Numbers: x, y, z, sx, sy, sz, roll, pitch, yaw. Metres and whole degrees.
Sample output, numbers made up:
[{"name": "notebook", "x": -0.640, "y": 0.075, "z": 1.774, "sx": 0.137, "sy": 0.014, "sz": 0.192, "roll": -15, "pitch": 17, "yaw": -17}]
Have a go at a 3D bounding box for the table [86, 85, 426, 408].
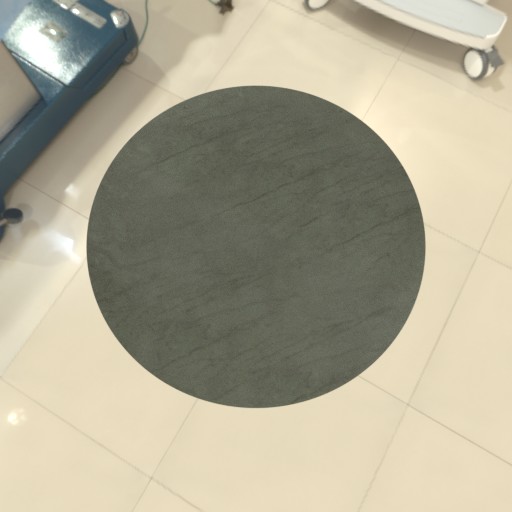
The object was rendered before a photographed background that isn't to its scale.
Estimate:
[{"name": "table", "x": 0.000, "y": 0.000, "z": 1.267, "sx": 0.800, "sy": 0.450, "sz": 0.800, "roll": 0, "pitch": 74, "yaw": 0}]
